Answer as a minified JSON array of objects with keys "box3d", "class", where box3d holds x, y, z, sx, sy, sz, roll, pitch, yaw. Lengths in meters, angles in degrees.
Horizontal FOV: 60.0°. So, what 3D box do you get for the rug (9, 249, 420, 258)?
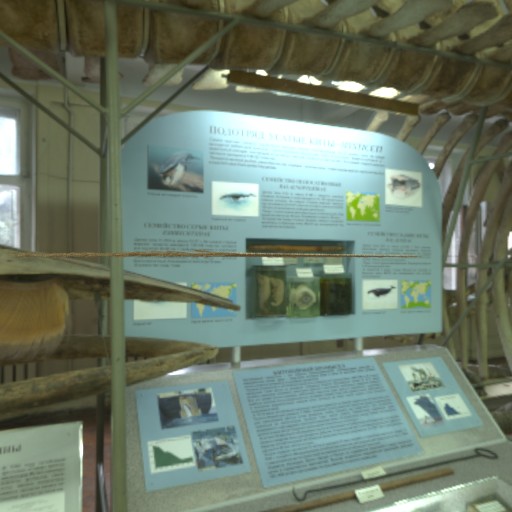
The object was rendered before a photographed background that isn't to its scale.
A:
[{"box3d":[0.000,0.000,2.448,1.224,0.027,2.085,0,0,36],"class":"rug"}]
